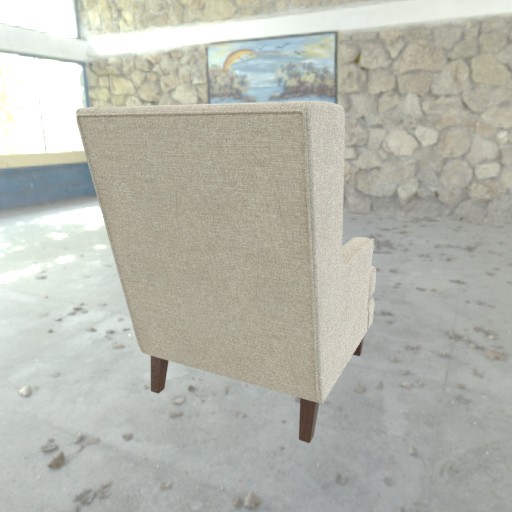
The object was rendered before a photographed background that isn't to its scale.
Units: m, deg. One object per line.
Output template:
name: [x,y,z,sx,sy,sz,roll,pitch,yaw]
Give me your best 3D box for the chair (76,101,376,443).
chair: [0.000,0.000,1.716,0.764,1.082,0.948,8,18,26]
